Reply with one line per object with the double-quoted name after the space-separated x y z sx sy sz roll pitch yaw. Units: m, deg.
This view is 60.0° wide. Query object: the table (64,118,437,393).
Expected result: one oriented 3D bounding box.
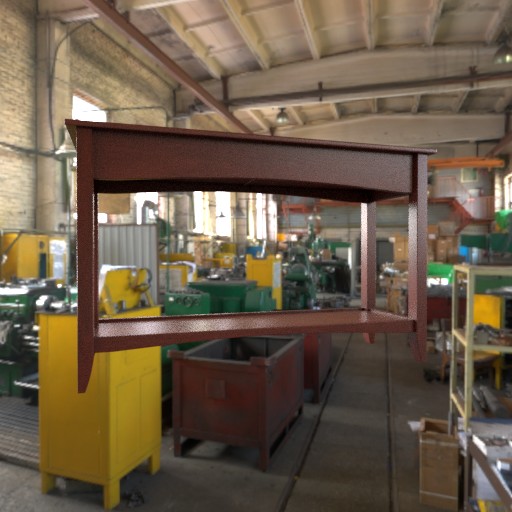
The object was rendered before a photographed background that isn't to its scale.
0.000 0.000 1.543 1.188 0.739 0.392 0 1 -17 "table"
